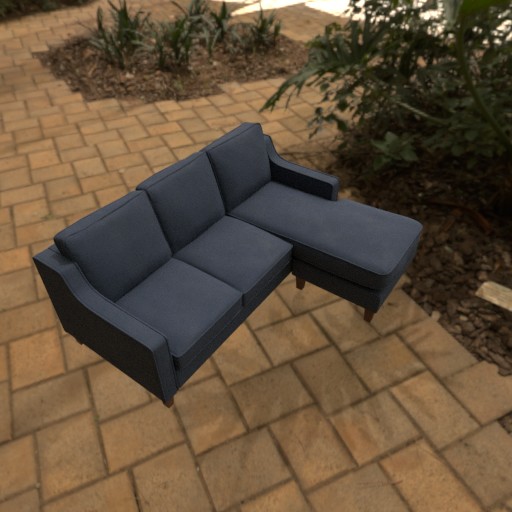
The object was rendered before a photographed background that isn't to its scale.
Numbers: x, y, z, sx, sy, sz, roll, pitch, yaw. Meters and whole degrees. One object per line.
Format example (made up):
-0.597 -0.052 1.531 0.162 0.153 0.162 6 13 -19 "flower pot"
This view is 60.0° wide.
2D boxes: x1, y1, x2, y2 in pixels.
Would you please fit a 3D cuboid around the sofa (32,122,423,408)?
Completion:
0.000 0.000 3.338 1.858 1.066 2.317 25 46 26 "sofa"
